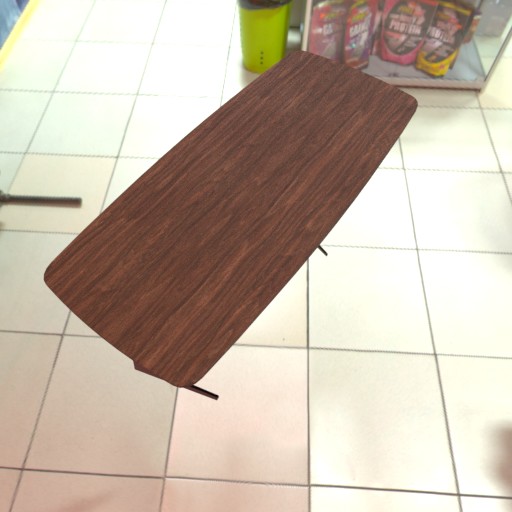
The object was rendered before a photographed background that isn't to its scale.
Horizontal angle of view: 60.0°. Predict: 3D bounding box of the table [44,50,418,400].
[{"bbox_3d":[0.000,0.000,1.092,0.361,0.576,0.804,32,63,18],"label":"table"}]
